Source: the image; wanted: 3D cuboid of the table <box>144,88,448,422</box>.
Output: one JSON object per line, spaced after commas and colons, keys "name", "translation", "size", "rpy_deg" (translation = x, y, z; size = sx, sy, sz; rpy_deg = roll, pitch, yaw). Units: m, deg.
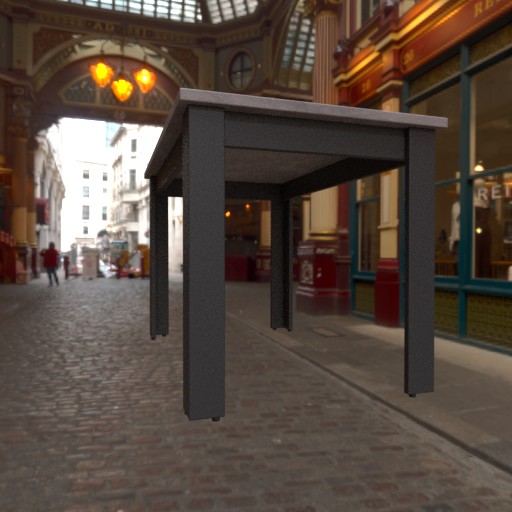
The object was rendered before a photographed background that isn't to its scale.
{"name": "table", "translation": [0.000, 0.000, 1.581], "size": [0.700, 0.734, 1.100], "rpy_deg": [0, 1, -18]}
